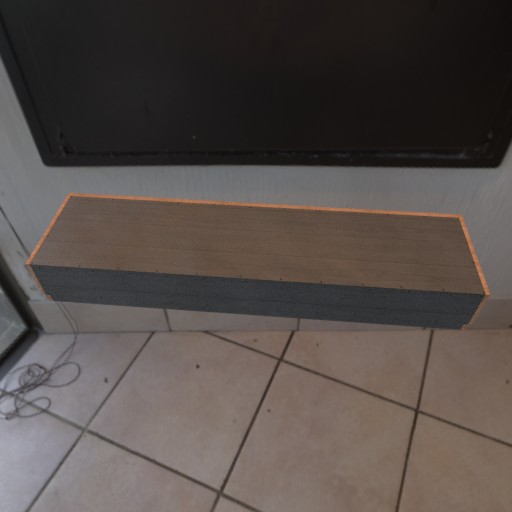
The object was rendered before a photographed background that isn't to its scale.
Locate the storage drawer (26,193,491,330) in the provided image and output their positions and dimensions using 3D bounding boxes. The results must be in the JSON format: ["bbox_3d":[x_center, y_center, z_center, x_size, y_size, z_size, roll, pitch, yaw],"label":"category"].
[{"bbox_3d":[0.000,0.000,2.208,2.032,0.264,0.538,4,46,3],"label":"storage drawer"}]
